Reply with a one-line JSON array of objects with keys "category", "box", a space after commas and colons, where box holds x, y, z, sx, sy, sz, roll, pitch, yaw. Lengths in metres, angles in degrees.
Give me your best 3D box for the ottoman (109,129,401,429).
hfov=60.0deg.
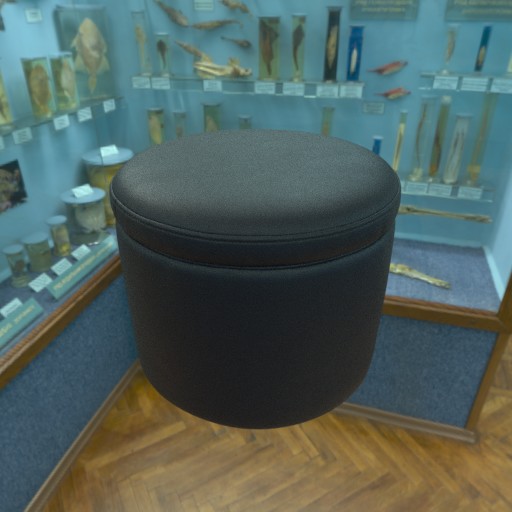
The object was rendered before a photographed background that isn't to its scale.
[{"category": "ottoman", "box": [0.000, 0.000, 0.866, 0.501, 0.409, 0.501, 0, 30, 0]}]
